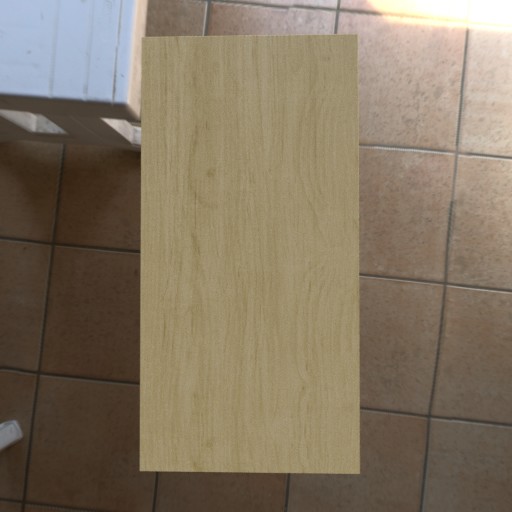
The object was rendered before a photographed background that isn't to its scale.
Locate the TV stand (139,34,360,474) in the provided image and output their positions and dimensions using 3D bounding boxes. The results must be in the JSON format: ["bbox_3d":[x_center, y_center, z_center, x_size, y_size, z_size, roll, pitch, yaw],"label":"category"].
[{"bbox_3d":[0.000,0.000,1.255,0.430,0.787,0.851,0,89,2],"label":"TV stand"}]
